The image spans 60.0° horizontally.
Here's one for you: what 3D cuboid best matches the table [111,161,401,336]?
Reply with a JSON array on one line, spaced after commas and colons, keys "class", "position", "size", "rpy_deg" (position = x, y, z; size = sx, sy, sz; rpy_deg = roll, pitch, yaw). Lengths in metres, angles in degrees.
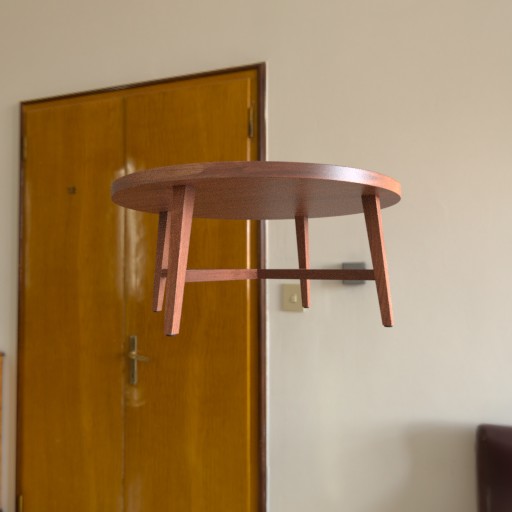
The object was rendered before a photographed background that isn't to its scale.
[{"class": "table", "position": [0.000, 0.000, 1.282], "size": [0.800, 0.360, 0.800], "rpy_deg": [0, -1, 0]}]
